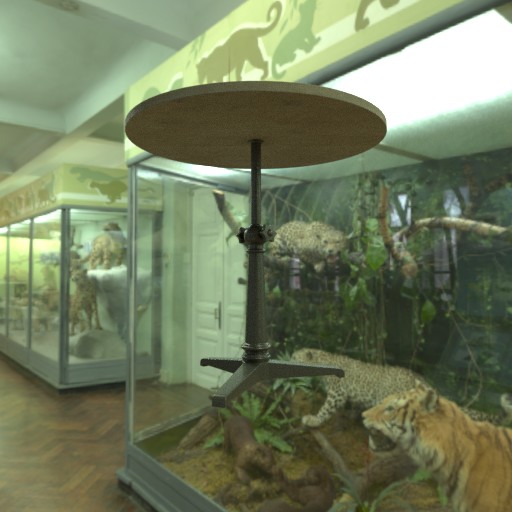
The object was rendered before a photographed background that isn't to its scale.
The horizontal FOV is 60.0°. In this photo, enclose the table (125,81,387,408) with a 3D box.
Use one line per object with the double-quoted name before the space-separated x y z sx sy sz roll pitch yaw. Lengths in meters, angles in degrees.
"table" 0.000 0.000 1.400 0.800 0.780 0.800 0 -2 0
